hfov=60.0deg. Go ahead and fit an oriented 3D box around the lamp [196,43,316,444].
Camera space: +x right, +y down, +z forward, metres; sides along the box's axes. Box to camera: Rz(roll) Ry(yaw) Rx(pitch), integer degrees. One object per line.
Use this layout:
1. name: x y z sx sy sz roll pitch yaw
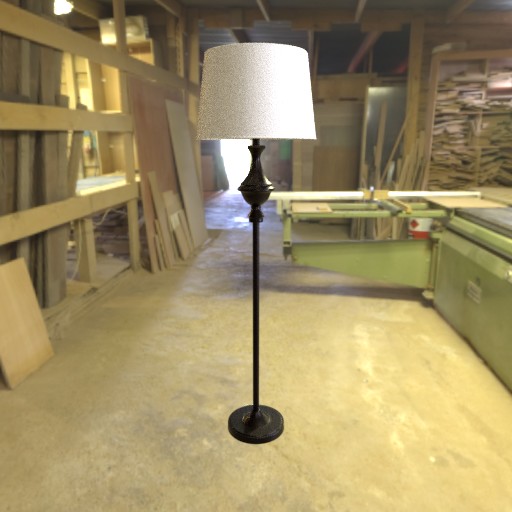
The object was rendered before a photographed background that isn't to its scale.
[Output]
1. lamp: 0.000 0.000 1.699 0.431 1.484 0.431 0 14 0
